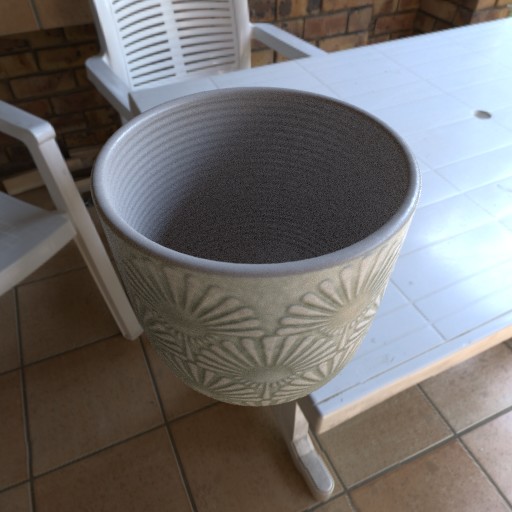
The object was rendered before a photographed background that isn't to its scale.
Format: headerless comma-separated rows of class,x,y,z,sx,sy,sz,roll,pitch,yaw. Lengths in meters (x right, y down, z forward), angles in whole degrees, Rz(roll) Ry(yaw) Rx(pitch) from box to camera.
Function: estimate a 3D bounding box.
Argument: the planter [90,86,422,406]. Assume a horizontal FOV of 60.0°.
planter,0.000,0.000,0.209,0.124,0.109,0.124,0,45,0
